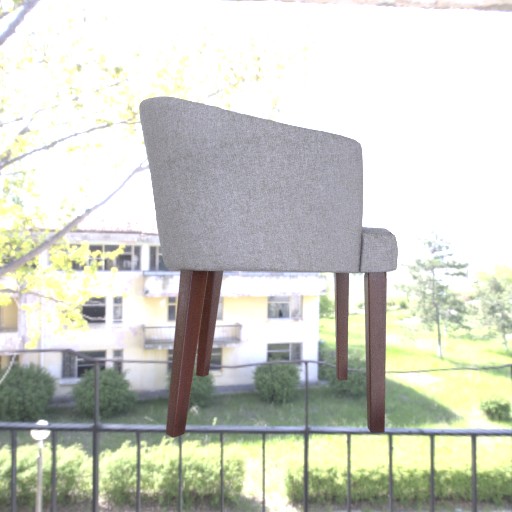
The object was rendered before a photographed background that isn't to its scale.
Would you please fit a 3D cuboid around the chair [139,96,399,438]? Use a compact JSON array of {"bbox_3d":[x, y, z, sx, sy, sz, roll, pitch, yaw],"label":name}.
[{"bbox_3d":[0.000,0.000,1.257,0.655,0.811,0.583,0,-1,0],"label":"chair"}]
